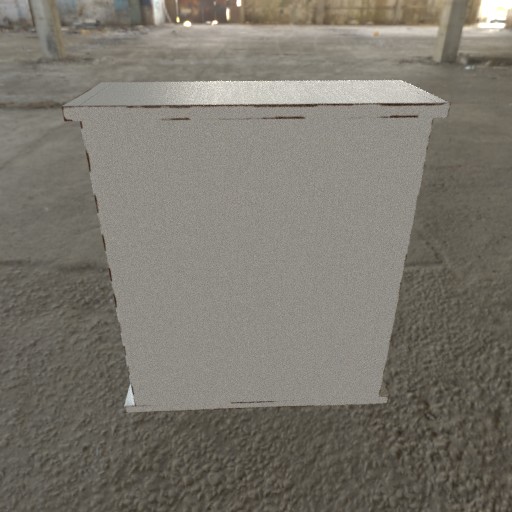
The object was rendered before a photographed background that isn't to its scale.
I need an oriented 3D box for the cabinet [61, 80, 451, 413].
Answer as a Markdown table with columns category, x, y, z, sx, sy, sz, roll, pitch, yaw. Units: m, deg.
| category | x | y | z | sx | sy | sz | roll | pitch | yaw |
| --- | --- | --- | --- | --- | --- | --- | --- | --- | --- |
| cabinet | 0.000 | 0.000 | 0.855 | 0.541 | 0.603 | 0.210 | -1 | 30 | -2 |
